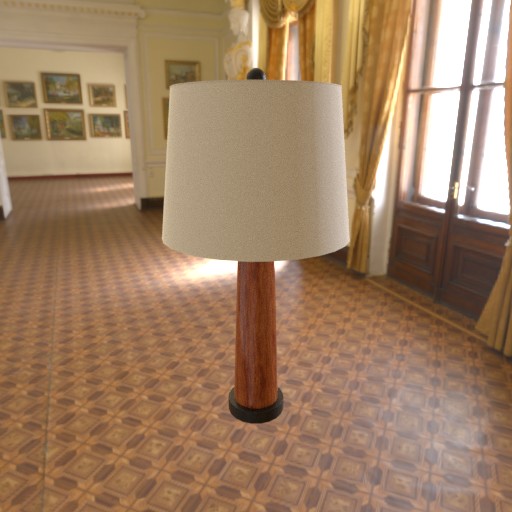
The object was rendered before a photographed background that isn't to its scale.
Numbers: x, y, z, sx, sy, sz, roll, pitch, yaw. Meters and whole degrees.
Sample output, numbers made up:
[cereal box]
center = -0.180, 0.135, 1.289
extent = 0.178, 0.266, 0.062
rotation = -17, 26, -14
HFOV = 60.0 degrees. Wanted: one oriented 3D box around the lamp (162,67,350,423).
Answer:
[lamp]
center = 0.000, 0.000, 0.848
extent = 0.349, 0.667, 0.349
rotation = 0, 17, 0
